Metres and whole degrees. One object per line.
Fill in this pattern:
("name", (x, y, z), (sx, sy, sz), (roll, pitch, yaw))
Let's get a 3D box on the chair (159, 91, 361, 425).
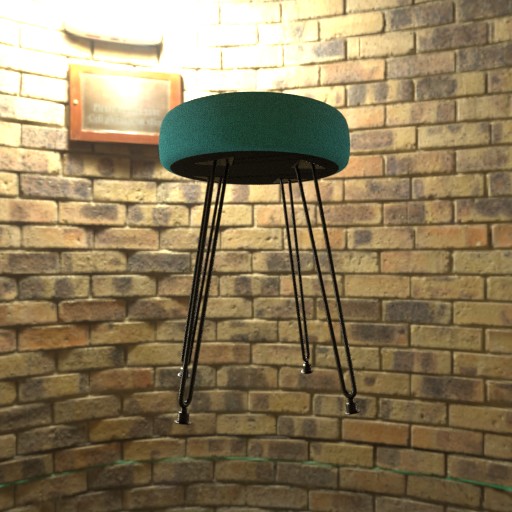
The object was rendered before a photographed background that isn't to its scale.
("chair", (0.000, 0.000, 0.710), (0.350, 0.440, 0.350), (0, -1, 36))
